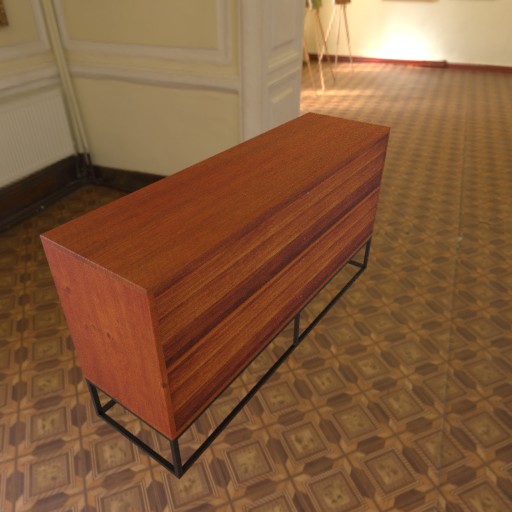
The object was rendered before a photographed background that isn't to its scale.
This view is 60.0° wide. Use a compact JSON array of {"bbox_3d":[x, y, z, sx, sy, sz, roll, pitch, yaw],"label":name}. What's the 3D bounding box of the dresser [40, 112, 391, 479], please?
[{"bbox_3d":[0.000,0.000,1.906,0.464,0.810,1.536,22,39,29],"label":"dresser"}]
